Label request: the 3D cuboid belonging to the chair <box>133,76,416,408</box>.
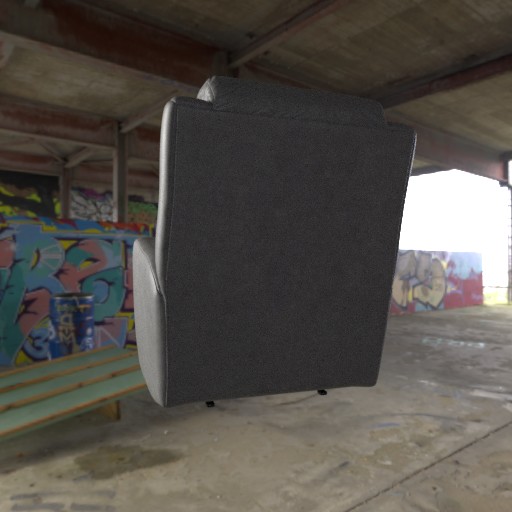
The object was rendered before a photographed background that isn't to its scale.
[{"bbox_3d":[0.000,0.000,1.890,0.967,1.116,1.068,0,-1,-19],"label":"chair"}]
